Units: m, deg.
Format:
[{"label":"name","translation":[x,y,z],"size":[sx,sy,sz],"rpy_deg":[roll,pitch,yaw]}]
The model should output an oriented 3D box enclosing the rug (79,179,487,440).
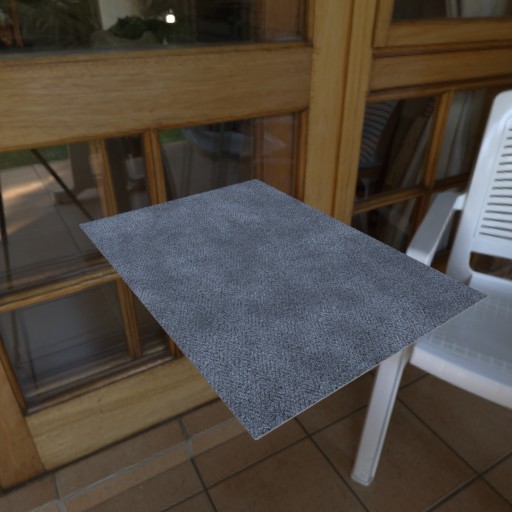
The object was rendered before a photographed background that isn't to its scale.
[{"label":"rug","translation":[0.000,0.000,2.868],"size":[1.600,0.008,2.235],"rpy_deg":[-20,36,-30]}]
